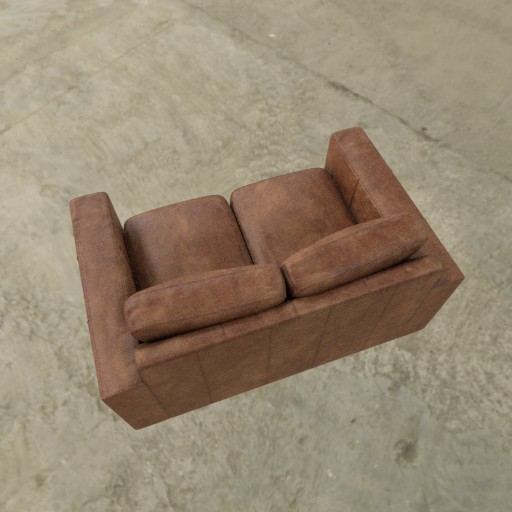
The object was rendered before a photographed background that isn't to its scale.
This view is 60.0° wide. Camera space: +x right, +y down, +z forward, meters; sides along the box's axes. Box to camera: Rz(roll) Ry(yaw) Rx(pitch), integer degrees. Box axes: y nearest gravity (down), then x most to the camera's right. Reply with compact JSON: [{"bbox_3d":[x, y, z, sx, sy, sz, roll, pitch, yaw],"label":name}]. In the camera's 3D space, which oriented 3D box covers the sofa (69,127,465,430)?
[{"bbox_3d":[0.000,0.000,2.218,1.626,0.889,1.041,-17,59,-10],"label":"sofa"}]
